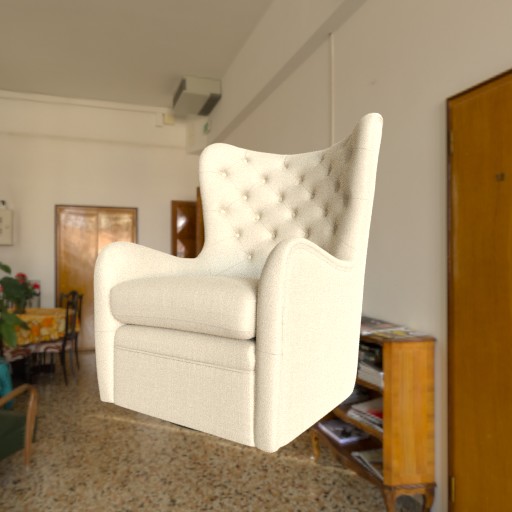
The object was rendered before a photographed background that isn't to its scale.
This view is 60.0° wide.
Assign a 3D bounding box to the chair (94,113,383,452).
[{"bbox_3d":[0.000,0.000,1.706,0.831,1.079,0.929,0,0,36],"label":"chair"}]
